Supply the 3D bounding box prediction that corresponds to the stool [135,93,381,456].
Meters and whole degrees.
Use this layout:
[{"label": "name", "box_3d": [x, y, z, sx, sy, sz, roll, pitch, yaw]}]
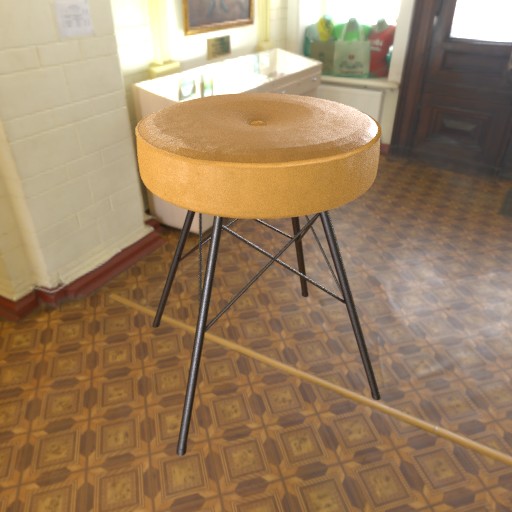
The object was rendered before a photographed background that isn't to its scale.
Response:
[{"label": "stool", "box_3d": [0.000, 0.000, 0.935, 0.472, 0.595, 0.438, -8, 33, -13]}]
